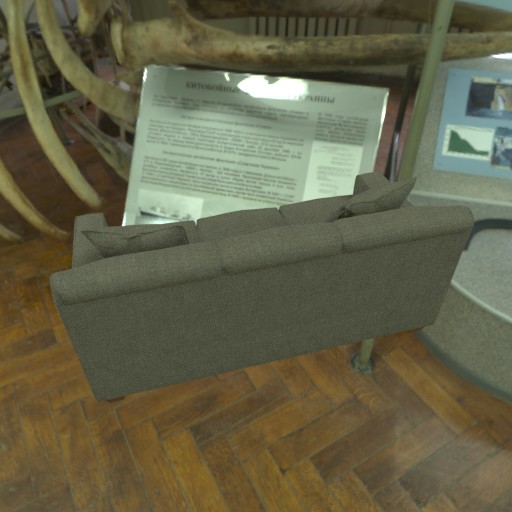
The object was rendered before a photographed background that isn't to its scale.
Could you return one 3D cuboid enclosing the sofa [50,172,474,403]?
[{"bbox_3d":[0.000,0.000,2.617,2.024,0.958,0.997,-10,41,-12],"label":"sofa"}]
